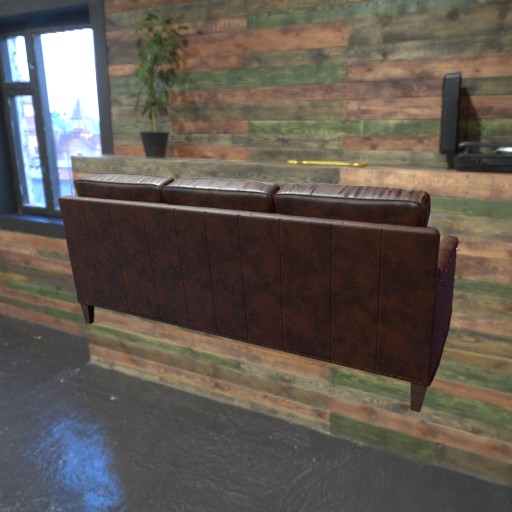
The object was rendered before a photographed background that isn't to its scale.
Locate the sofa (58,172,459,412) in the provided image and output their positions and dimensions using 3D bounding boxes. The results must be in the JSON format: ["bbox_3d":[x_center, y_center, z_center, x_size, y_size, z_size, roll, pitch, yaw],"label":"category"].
[{"bbox_3d":[0.000,0.000,2.735,2.240,1.003,1.084,8,17,27],"label":"sofa"}]
